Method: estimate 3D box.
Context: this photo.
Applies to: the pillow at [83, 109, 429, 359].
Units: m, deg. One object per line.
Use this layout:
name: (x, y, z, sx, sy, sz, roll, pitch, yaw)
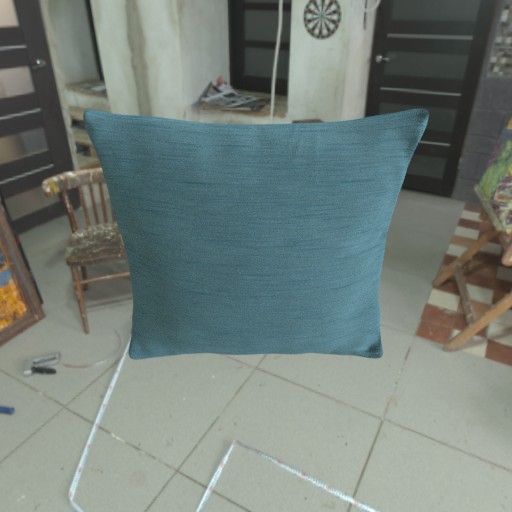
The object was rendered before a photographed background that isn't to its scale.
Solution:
pillow: (0.000, 0.000, 0.647, 0.433, 0.415, 0.151, 0, 30, 0)
